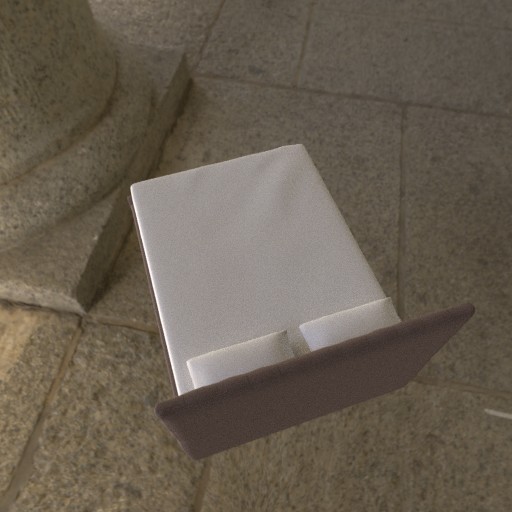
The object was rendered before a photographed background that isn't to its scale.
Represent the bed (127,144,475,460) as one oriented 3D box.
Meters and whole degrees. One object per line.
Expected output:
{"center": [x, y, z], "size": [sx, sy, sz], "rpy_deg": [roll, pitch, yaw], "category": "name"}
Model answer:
{"center": [0.000, 0.000, 3.287], "size": [1.696, 1.426, 2.233], "rpy_deg": [-16, 59, -10], "category": "bed"}
